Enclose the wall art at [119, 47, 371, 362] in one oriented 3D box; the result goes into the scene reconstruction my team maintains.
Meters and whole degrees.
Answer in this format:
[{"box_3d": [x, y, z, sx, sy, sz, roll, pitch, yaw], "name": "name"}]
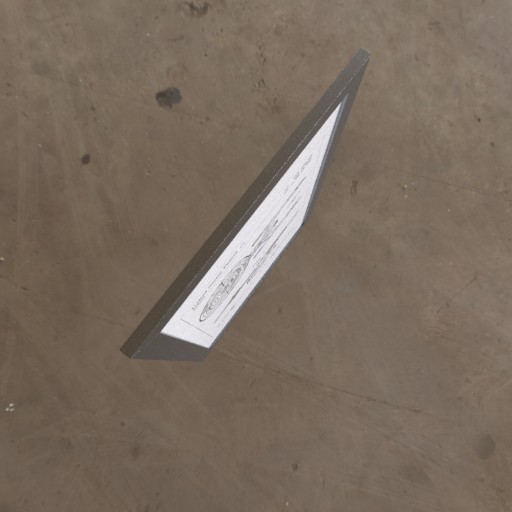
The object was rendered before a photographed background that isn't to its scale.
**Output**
[{"box_3d": [0.000, 0.000, 0.672, 0.013, 0.529, 0.376, 36, 79, 8], "name": "wall art"}]
